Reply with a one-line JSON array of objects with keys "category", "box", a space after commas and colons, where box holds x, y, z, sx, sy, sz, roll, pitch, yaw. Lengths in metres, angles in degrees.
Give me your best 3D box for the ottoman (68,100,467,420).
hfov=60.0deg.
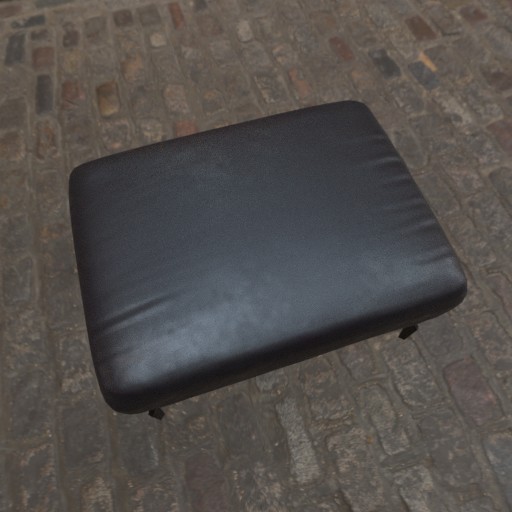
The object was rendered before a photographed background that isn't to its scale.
[{"category": "ottoman", "box": [0.000, 0.000, 1.071, 0.764, 0.402, 0.570, -16, 65, -8]}]
